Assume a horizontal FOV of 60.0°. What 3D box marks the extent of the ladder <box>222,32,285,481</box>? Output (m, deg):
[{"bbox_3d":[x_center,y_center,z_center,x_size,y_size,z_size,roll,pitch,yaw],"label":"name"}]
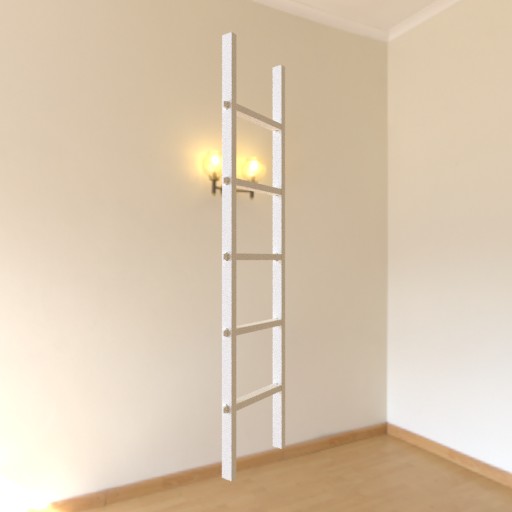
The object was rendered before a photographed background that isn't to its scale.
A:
[{"bbox_3d":[0.000,0.000,1.949,0.051,1.797,0.452,0,-1,36],"label":"ladder"}]
